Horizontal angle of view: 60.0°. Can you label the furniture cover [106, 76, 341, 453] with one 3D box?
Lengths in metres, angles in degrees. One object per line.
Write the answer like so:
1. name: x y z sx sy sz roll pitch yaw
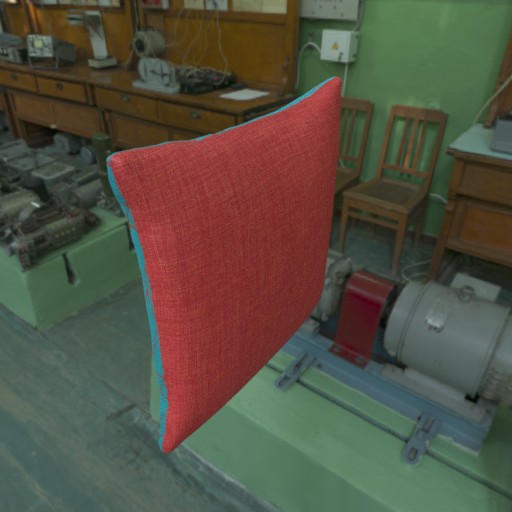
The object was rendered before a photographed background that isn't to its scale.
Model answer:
1. furniture cover: 0.000 0.000 0.762 0.158 0.508 0.517 21 38 29
